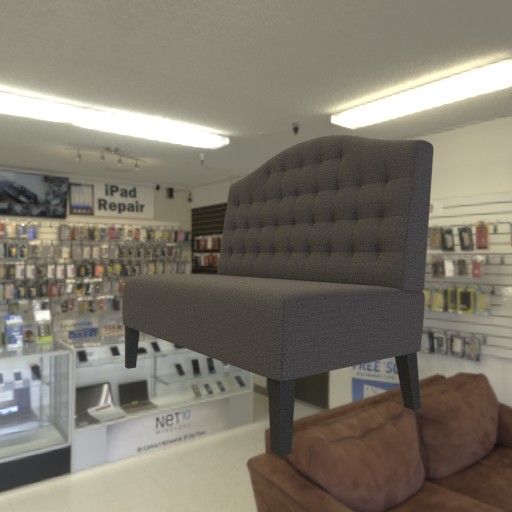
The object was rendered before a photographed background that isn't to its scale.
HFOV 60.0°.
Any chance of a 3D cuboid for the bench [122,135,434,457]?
[{"bbox_3d":[0.000,0.000,2.052,0.815,1.180,1.335,0,0,-36],"label":"bench"}]
